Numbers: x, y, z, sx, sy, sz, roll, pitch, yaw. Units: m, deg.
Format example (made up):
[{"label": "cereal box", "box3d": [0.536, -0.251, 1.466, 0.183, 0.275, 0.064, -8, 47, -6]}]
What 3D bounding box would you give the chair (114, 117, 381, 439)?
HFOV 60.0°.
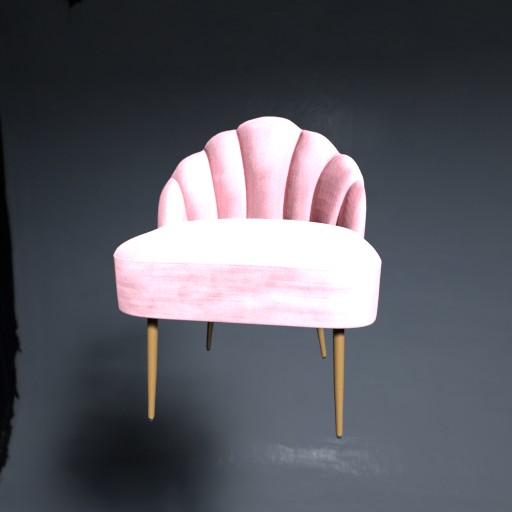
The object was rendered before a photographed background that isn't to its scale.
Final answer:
[{"label": "chair", "box3d": [0.000, 0.000, 1.291, 0.657, 0.819, 0.599, 2, 13, 9]}]
